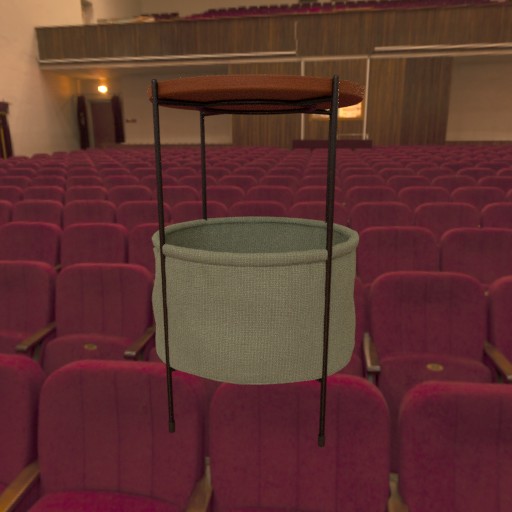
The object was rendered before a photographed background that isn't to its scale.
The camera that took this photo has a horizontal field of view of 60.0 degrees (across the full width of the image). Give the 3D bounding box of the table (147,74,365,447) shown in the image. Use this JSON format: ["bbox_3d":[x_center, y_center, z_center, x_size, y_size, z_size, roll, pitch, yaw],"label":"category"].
[{"bbox_3d":[0.000,0.000,0.879,0.400,0.623,0.400,2,14,8],"label":"table"}]
